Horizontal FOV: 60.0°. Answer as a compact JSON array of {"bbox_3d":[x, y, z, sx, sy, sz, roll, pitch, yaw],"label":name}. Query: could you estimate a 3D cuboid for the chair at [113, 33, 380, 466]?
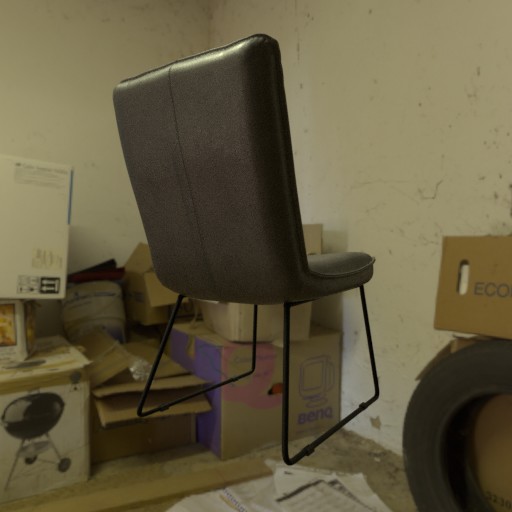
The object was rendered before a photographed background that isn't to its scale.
[{"bbox_3d":[0.000,0.000,1.301,0.515,0.932,0.688,1,1,35],"label":"chair"}]
